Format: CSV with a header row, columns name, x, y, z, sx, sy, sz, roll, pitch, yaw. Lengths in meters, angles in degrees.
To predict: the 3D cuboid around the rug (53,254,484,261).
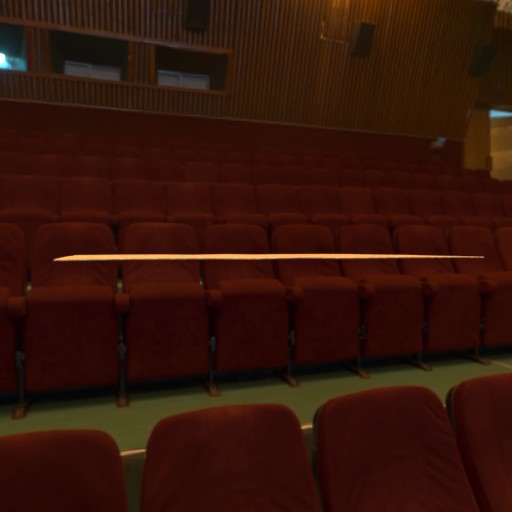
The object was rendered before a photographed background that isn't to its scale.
name,x,y,z,sx,sy,sz,roll,pitch,yaw
rug,0.000,0.000,2.200,1.745,0.010,1.146,0,1,-19
